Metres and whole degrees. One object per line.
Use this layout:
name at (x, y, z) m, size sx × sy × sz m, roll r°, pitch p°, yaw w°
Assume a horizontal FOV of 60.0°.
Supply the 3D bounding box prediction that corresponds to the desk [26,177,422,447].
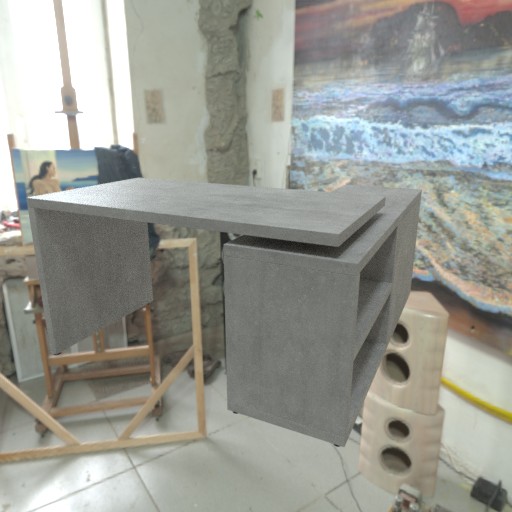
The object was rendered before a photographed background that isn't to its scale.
desk at (0.000, 0.000, 2.307) m, size 1.400 × 0.740 × 1.500 m, roll 8°, pitch 19°, yaw 25°
